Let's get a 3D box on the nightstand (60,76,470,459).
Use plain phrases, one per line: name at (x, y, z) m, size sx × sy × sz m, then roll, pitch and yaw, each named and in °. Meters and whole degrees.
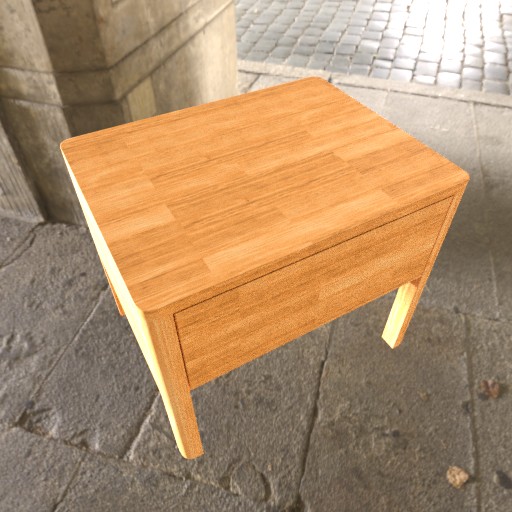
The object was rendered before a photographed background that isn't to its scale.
nightstand at (0.000, 0.000, 0.916) m, size 0.560 × 0.470 × 0.440 m, roll -22°, pitch 50°, yaw -20°
